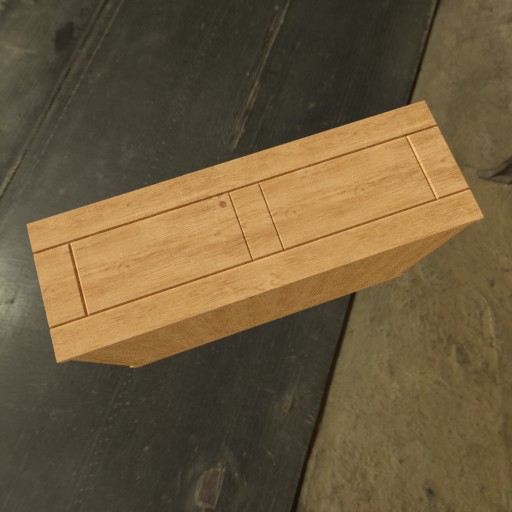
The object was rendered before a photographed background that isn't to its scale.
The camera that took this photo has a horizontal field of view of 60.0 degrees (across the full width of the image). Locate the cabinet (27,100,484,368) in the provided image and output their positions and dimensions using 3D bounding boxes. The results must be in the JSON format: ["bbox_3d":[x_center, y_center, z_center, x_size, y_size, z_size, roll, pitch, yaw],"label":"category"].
[{"bbox_3d":[0.000,0.000,1.736,1.321,0.810,0.432,-18,75,-5],"label":"cabinet"}]
